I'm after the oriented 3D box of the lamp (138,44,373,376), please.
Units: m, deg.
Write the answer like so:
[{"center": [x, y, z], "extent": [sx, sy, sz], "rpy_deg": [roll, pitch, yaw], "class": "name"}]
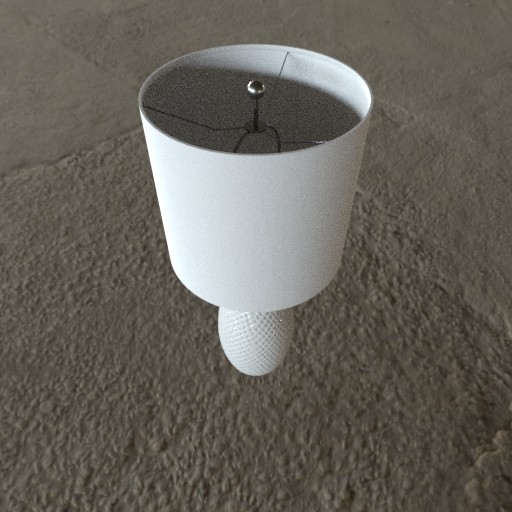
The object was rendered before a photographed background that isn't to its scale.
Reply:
[{"center": [0.000, 0.000, 0.575], "extent": [0.214, 0.466, 0.214], "rpy_deg": [-32, 54, -27], "class": "lamp"}]
